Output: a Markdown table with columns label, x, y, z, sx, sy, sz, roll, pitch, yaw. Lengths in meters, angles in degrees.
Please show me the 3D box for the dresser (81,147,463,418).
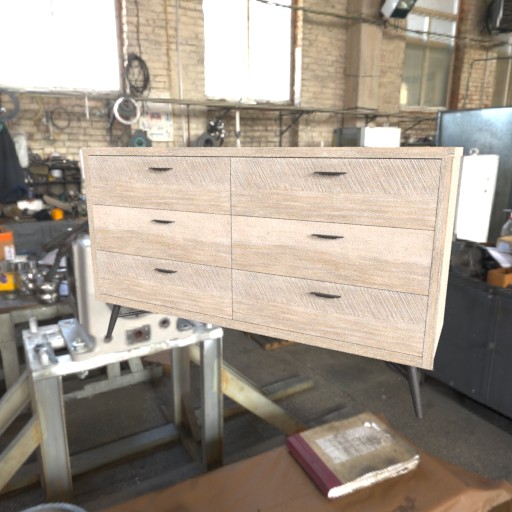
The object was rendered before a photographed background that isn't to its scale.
| label | x | y | z | sx | sy | sz | roll | pitch | yaw |
| --- | --- | --- | --- | --- | --- | --- | --- | --- | --- |
| dresser | 0.000 | 0.000 | 1.921 | 1.524 | 0.914 | 0.457 | 7 | 15 | 26 |
